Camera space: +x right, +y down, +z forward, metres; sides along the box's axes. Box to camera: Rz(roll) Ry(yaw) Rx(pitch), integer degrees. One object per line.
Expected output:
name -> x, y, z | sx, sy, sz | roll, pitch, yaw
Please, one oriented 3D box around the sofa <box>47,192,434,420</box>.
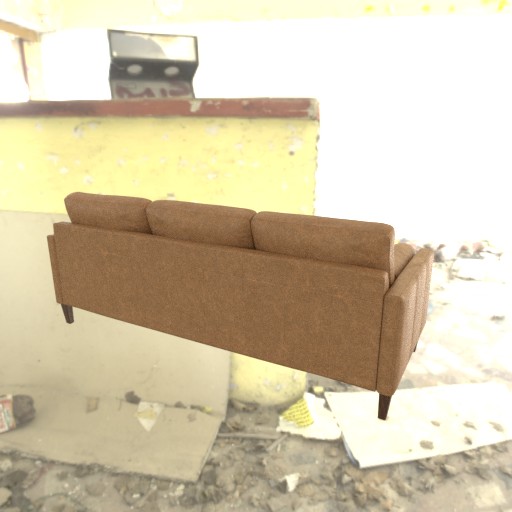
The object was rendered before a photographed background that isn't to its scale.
sofa -> 0.000, 0.000, 2.931 | 2.178, 0.876, 1.506 | 9, 18, 28
